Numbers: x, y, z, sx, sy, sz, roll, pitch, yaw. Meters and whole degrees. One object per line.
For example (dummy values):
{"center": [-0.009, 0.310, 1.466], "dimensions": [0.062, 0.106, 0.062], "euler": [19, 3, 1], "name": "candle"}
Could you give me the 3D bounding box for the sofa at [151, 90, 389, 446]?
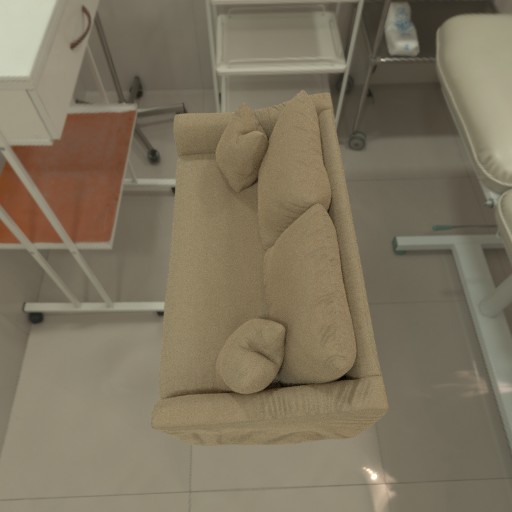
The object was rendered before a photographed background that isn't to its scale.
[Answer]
{"center": [0.000, 0.000, 2.653], "dimensions": [1.072, 1.018, 2.010], "euler": [-2, 59, -1], "name": "sofa"}
